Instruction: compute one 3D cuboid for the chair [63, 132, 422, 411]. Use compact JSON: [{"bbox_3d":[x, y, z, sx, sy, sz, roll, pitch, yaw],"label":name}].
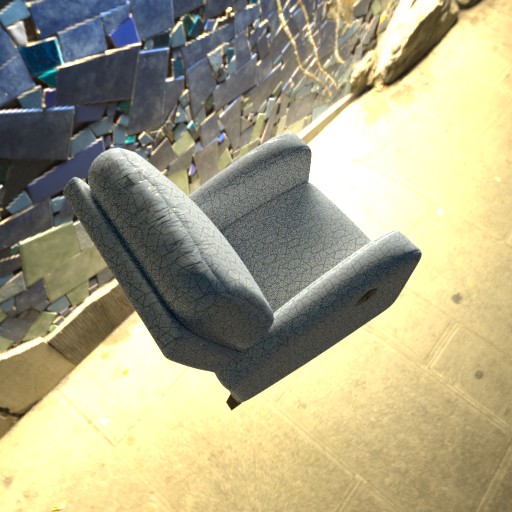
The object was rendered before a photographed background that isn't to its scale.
[{"bbox_3d":[0.000,0.000,1.718,0.995,1.064,0.796,-31,63,-18],"label":"chair"}]
